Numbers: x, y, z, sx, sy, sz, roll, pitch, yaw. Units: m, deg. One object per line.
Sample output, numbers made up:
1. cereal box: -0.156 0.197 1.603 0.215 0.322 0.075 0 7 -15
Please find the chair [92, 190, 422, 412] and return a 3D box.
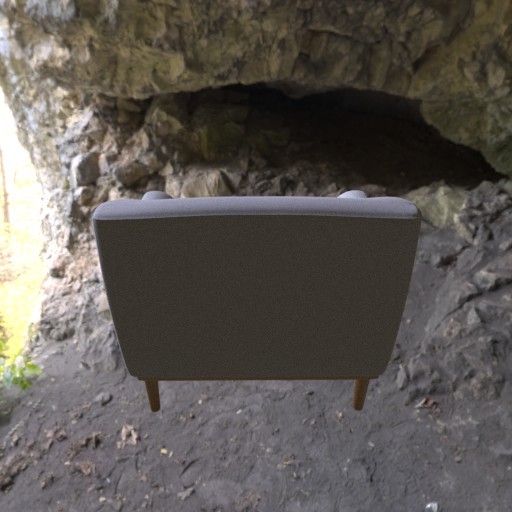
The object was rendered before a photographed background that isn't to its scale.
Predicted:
1. chair: 0.000 0.000 1.650 0.946 0.818 0.951 0 31 0
